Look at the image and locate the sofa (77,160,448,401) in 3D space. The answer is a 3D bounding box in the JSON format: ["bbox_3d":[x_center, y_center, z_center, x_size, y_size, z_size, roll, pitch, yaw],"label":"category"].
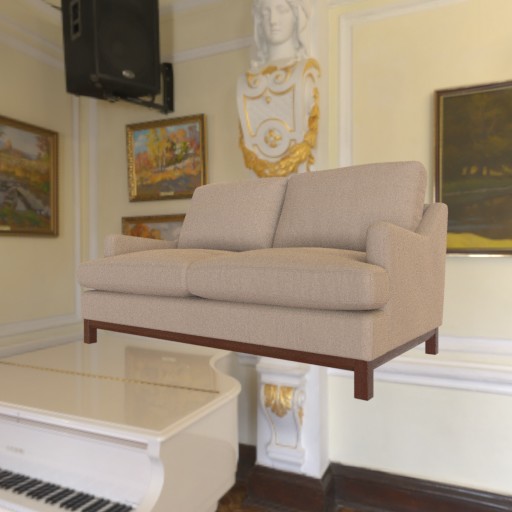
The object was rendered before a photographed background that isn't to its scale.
[{"bbox_3d":[0.000,0.000,2.224,1.619,0.910,1.004,0,0,36],"label":"sofa"}]
